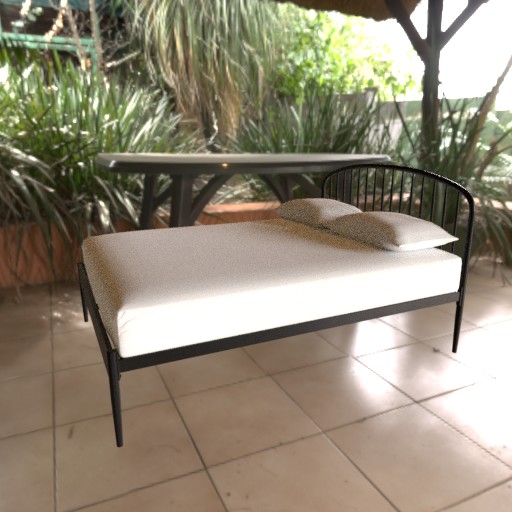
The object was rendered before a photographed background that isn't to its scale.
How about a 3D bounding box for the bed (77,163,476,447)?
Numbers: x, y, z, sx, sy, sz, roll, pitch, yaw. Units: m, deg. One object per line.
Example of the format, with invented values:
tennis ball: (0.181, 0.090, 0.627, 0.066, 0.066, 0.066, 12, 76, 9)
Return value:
bed: (0.000, 0.000, 2.989, 2.159, 1.166, 1.618, -7, 16, -25)
